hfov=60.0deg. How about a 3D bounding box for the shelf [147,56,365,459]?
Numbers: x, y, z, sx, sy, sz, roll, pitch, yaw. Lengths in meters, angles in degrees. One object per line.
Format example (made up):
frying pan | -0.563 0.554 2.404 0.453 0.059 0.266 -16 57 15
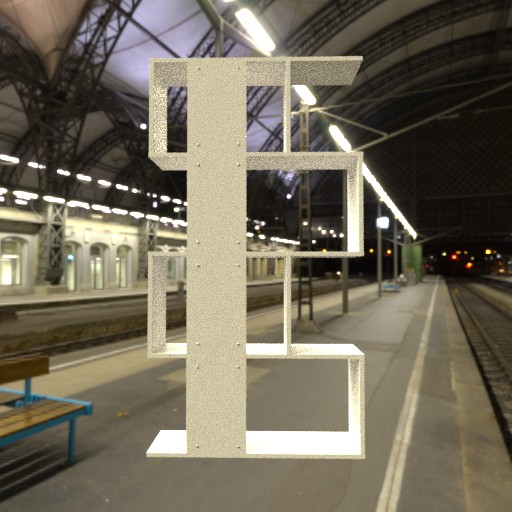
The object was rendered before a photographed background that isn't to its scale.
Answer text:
shelf | 0.000 0.000 1.948 0.890 1.650 0.250 0 -2 1
